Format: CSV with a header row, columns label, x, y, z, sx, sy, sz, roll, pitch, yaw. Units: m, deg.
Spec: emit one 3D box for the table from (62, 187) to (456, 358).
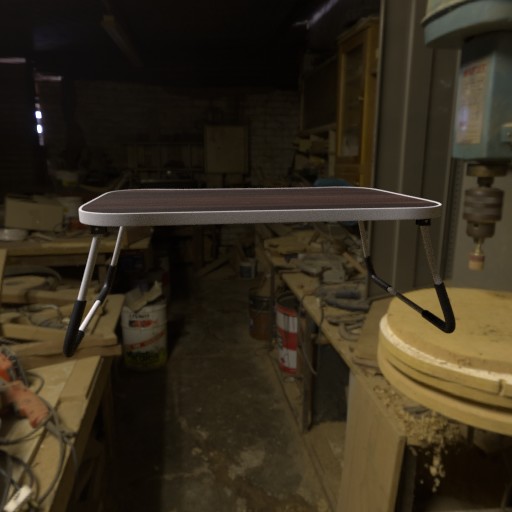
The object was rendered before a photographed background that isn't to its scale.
label,x,y,z,sx,sy,sz,roll,pitch,yaw
table,0.000,0.000,0.872,0.660,0.232,0.400,-2,14,-8
